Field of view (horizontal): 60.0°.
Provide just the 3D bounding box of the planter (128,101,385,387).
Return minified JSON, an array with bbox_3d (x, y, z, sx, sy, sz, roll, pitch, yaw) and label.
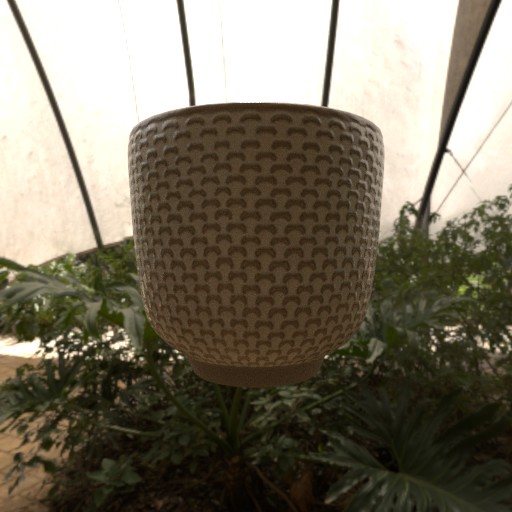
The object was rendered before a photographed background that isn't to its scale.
[{"bbox_3d":[0.000,0.000,0.310,0.173,0.160,0.173,0,1,0],"label":"planter"}]
